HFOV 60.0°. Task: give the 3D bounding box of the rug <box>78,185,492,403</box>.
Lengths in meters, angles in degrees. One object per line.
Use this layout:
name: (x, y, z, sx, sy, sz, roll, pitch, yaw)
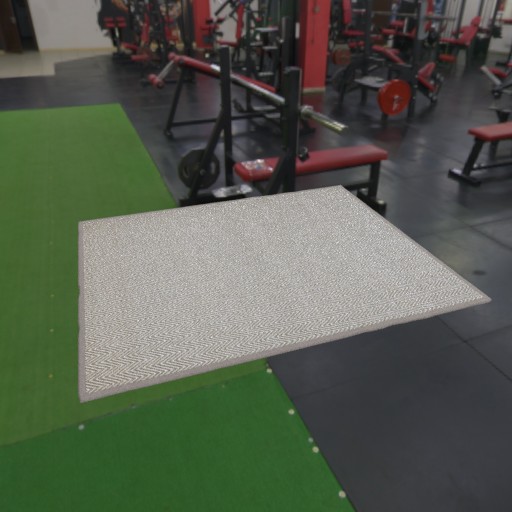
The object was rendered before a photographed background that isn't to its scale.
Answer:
rug: (0.000, 0.000, 3.961, 3.007, 0.032, 2.434, -10, 33, -16)
